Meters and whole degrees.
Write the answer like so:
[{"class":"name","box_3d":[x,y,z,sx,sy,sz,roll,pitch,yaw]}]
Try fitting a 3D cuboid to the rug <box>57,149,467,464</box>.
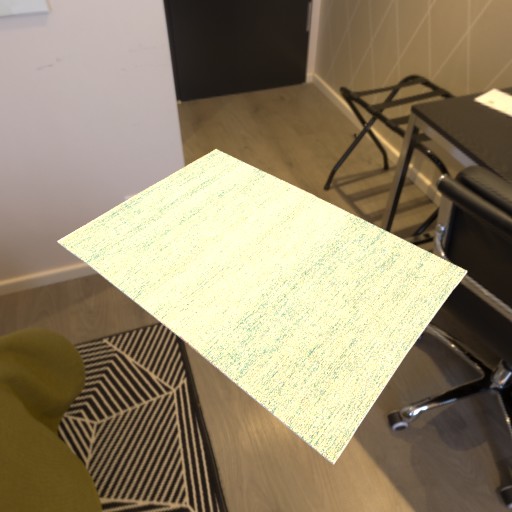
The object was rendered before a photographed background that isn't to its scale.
[{"class":"rug","box_3d":[0.000,0.000,2.992,2.305,0.029,1.593,31,53,27]}]
